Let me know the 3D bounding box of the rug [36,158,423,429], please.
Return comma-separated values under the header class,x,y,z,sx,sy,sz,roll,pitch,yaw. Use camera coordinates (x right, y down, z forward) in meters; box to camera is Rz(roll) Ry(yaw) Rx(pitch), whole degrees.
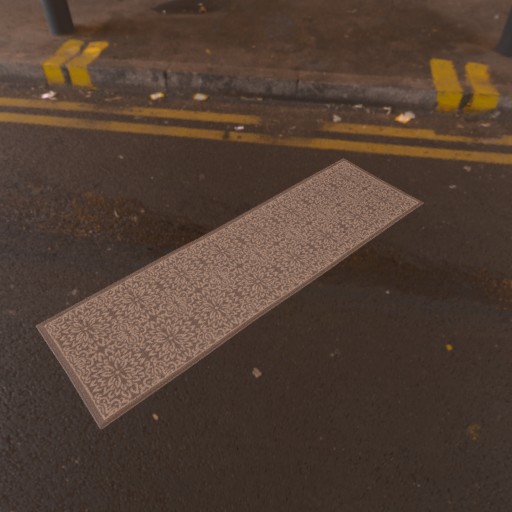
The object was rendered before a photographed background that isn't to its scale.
class,x,y,z,sx,sy,sz,roll,pitch,yaw
rug,0.000,0.000,2.436,2.196,0.011,0.662,-32,53,-27
